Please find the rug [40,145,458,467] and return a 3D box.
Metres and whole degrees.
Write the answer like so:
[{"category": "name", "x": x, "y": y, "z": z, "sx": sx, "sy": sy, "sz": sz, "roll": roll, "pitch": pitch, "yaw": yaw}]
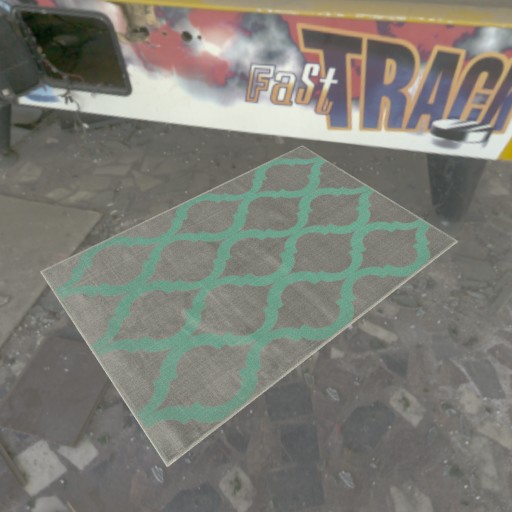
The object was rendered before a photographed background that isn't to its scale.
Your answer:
[{"category": "rug", "x": 0.000, "y": 0.000, "z": 2.904, "sx": 2.286, "sy": 0.006, "sz": 1.524, "roll": -31, "pitch": 54, "yaw": -26}]
